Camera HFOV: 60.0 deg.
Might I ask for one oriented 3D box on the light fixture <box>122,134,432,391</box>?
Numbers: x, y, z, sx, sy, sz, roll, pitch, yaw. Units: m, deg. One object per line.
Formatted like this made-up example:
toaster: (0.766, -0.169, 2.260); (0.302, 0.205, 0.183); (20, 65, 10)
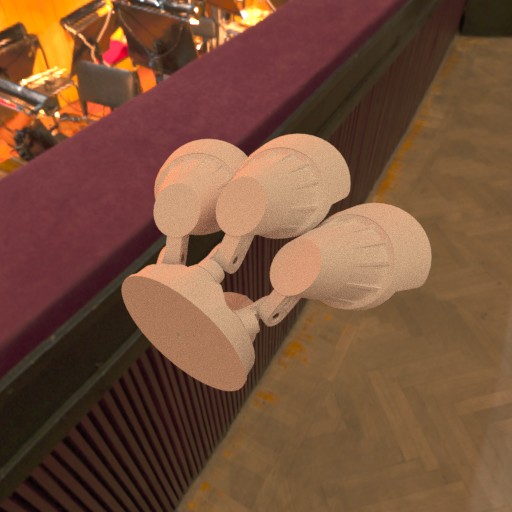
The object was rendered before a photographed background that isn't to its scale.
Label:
light fixture: (0.000, 0.000, 0.534); (0.369, 0.237, 0.278); (26, 52, 22)
